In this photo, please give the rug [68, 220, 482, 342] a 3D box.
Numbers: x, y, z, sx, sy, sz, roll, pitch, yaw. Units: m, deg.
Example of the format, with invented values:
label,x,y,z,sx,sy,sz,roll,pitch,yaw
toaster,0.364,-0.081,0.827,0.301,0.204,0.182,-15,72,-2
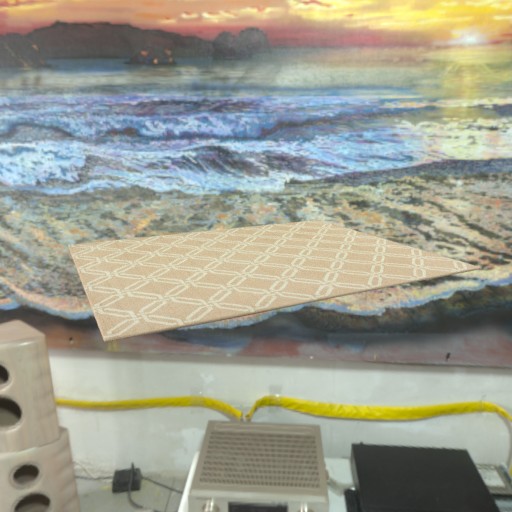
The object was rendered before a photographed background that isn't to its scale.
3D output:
label,x,y,z,sx,sy,sz,roll,pitch,yaw
rug,0.000,0.000,3.899,2.895,0.018,2.288,-8,17,-26
